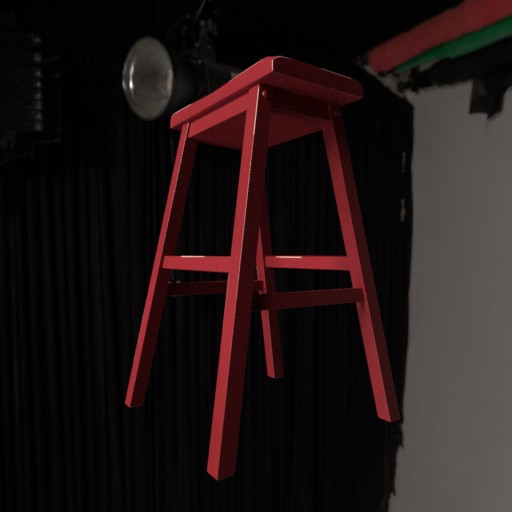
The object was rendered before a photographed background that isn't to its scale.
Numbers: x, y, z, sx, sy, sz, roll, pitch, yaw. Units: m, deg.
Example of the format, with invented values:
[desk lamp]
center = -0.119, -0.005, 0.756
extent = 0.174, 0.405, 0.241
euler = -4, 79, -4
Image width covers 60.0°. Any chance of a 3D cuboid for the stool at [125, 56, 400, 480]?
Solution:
[stool]
center = 0.000, 0.000, 1.051
extent = 0.476, 0.737, 0.457
euler = 0, 0, -35
